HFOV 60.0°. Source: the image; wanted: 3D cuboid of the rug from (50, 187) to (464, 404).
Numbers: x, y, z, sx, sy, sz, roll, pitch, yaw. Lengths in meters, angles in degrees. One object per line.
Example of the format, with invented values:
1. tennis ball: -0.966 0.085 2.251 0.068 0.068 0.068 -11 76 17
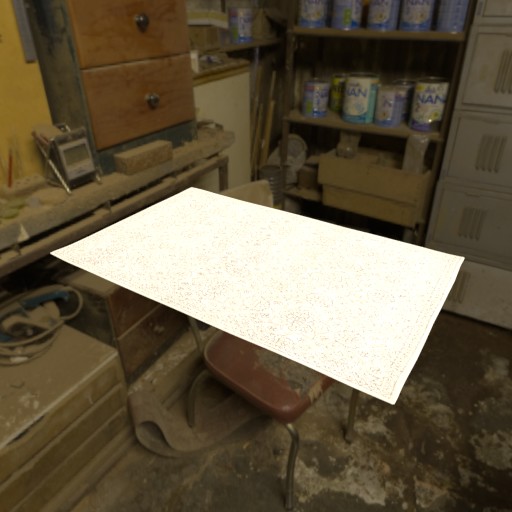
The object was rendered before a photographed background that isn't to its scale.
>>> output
1. rug: 0.000 0.000 3.056 2.434 0.023 1.518 18 35 28
